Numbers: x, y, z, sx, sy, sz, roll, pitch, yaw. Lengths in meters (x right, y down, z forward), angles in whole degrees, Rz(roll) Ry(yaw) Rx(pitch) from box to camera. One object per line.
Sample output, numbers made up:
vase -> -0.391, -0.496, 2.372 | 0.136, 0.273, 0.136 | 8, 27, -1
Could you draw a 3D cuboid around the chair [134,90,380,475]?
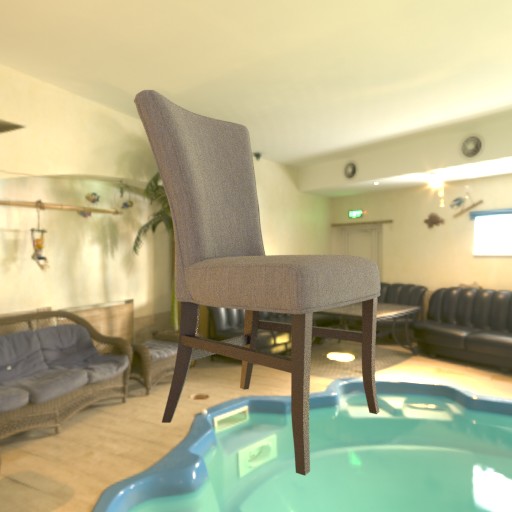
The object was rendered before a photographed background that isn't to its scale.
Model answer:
chair -> 0.000, 0.000, 1.378 | 0.660, 0.991, 0.520 | 0, 1, 35
